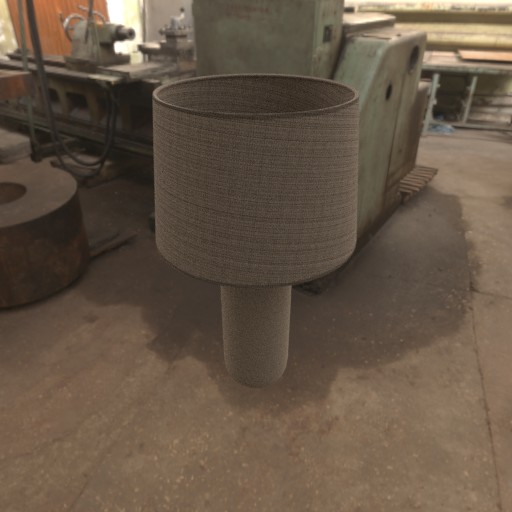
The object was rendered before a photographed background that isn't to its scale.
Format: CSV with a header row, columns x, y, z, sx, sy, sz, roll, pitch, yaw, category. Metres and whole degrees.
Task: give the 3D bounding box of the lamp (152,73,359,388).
x,y,z,sx,sy,sz,roll,pitch,yaw,category
0.000,0.000,0.852,0.367,0.609,0.367,0,31,0,lamp
